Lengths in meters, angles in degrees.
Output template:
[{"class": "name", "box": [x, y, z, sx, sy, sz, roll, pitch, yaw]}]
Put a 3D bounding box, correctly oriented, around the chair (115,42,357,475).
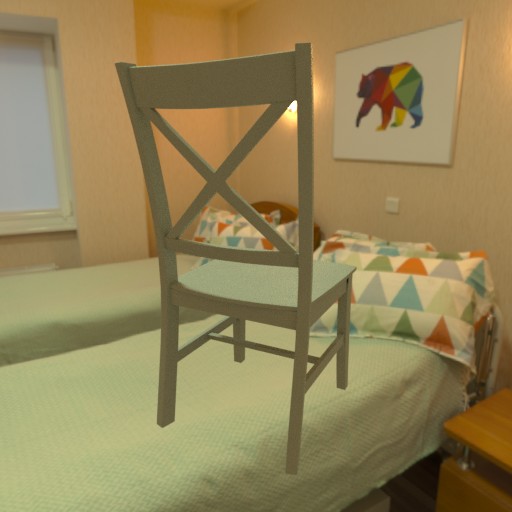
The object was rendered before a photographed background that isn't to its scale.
[{"class": "chair", "box": [0.000, 0.000, 1.258, 0.485, 0.983, 0.542, 8, 16, 27]}]
